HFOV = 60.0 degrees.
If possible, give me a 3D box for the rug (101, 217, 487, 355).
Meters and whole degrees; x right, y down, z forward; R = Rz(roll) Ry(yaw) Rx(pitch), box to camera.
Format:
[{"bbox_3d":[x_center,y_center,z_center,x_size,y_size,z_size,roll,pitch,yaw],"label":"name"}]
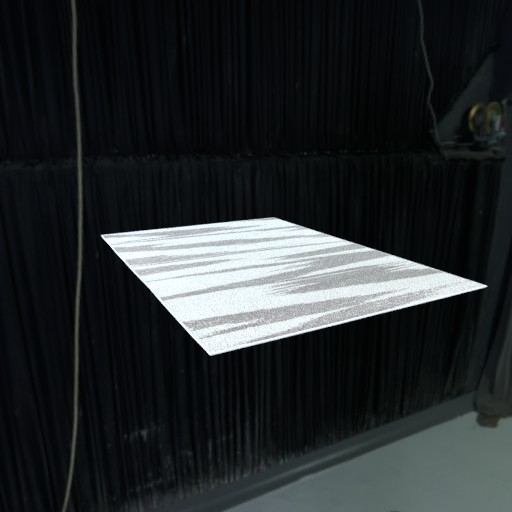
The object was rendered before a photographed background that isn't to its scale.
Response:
[{"bbox_3d":[0.000,0.000,2.814,1.533,0.010,2.142,-8,18,-27],"label":"rug"}]
